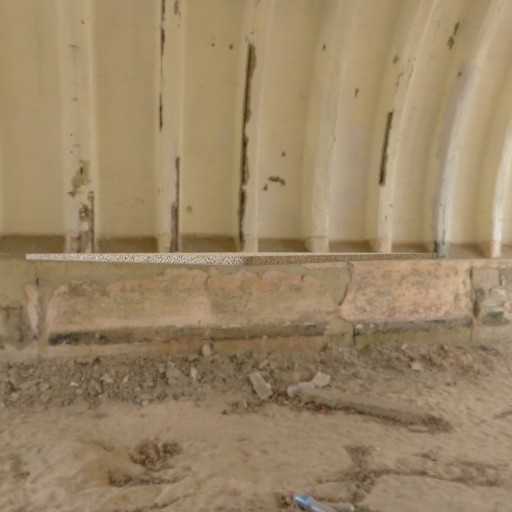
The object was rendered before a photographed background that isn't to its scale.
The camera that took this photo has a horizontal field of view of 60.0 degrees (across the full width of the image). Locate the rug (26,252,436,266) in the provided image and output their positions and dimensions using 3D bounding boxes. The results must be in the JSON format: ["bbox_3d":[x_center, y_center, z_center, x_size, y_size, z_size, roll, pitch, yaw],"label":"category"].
[{"bbox_3d":[0.000,0.000,2.101,1.199,0.025,1.600,1,1,38],"label":"rug"}]
